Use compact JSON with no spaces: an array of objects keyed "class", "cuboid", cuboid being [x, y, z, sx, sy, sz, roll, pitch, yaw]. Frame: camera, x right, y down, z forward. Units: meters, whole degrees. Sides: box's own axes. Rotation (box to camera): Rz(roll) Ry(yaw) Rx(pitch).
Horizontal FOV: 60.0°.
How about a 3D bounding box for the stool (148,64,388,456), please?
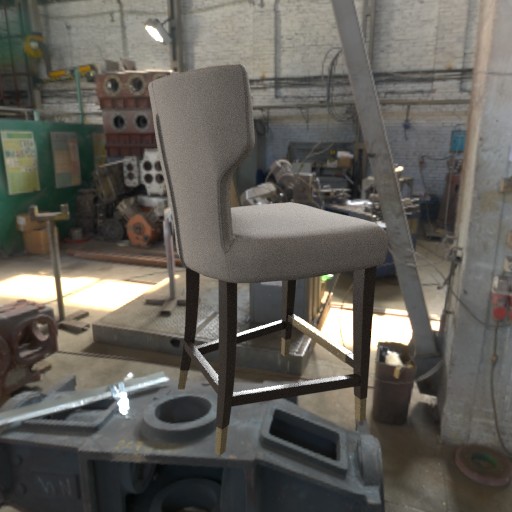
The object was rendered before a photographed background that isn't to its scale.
[{"class":"stool","cuboid":[0.000,0.000,1.324,0.563,0.982,0.527,-7,17,-25]}]
